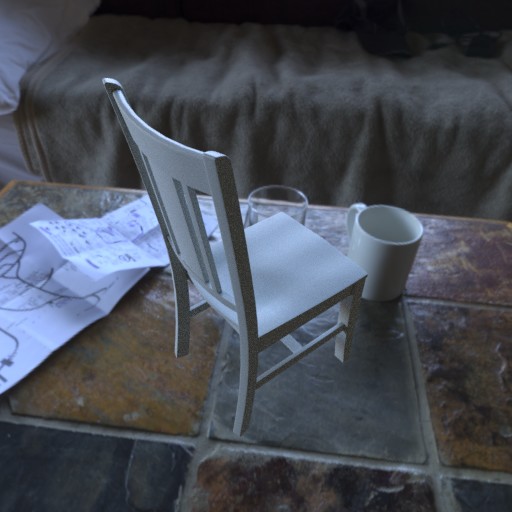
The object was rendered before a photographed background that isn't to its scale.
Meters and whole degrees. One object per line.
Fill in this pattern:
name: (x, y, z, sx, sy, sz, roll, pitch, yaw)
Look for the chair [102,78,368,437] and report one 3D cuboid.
chair: (0.000, 0.000, 1.285, 0.555, 0.998, 0.450, -27, 48, -27)
